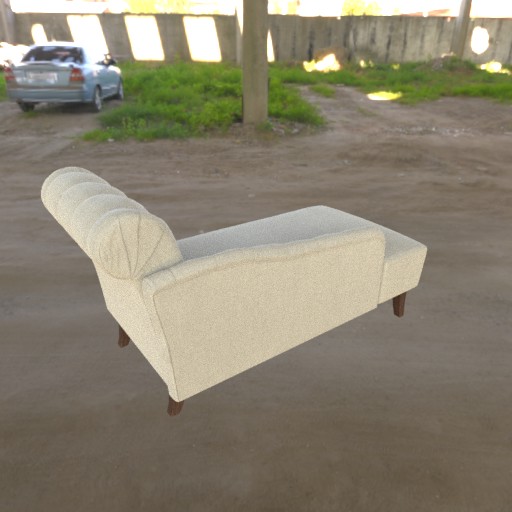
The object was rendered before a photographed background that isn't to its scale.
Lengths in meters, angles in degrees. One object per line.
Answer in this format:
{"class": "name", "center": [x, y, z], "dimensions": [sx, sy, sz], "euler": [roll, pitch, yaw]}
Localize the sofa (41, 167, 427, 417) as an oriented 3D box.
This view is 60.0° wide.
{"class": "sofa", "center": [0.000, 0.000, 1.788], "dimensions": [1.379, 0.787, 0.675], "euler": [-18, 31, -32]}
